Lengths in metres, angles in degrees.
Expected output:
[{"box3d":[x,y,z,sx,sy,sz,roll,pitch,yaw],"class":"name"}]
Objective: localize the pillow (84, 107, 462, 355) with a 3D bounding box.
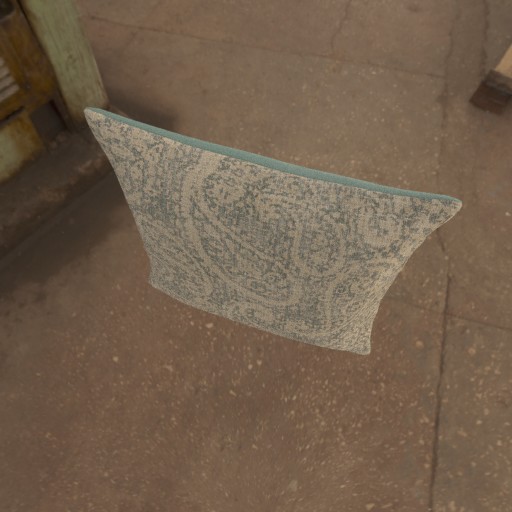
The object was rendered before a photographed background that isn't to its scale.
[{"box3d":[0.000,0.000,0.792,0.526,0.507,0.166,17,60,10],"class":"pillow"}]
